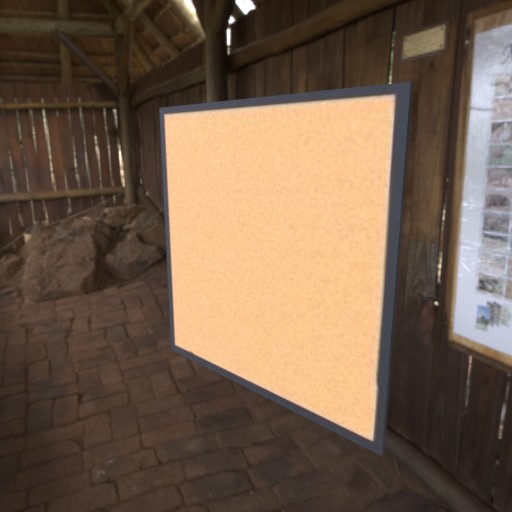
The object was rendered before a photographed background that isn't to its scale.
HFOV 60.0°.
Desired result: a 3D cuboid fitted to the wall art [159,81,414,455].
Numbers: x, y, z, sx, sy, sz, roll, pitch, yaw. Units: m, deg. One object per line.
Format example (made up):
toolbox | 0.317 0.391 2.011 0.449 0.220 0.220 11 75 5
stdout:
wall art | 0.000 0.000 1.221 0.823 0.823 0.013 13 18 42
